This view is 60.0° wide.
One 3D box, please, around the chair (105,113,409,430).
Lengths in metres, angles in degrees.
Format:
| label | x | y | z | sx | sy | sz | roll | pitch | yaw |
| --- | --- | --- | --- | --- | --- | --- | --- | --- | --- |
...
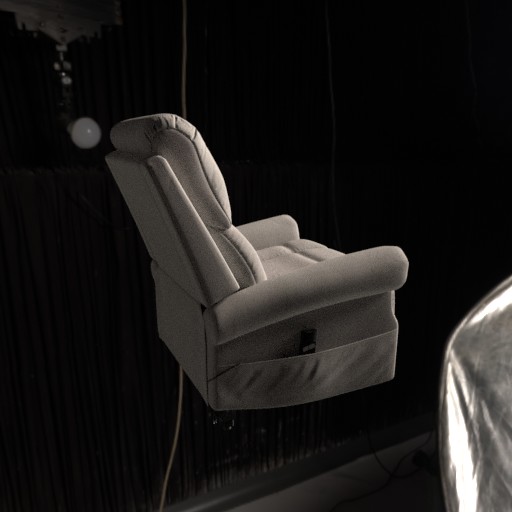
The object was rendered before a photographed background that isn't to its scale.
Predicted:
| label | x | y | z | sx | sy | sz | roll | pitch | yaw |
| --- | --- | --- | --- | --- | --- | --- | --- | --- | --- |
| chair | 0.000 | 0.000 | 1.742 | 0.979 | 1.031 | 0.871 | -7 | 17 | -26 |
